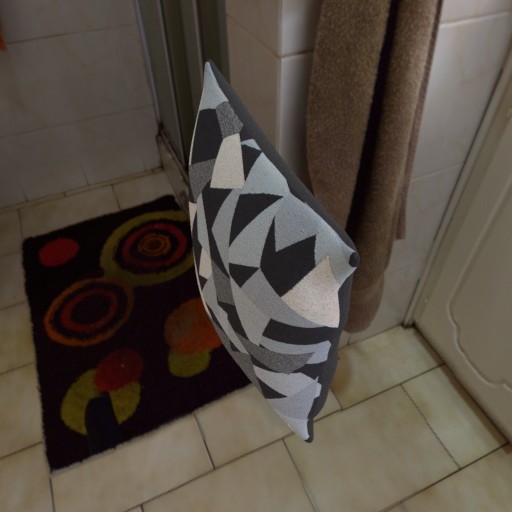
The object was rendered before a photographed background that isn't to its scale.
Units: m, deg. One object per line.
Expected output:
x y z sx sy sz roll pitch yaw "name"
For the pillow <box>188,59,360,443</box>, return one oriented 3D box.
0.000 0.000 0.773 0.208 0.496 0.503 -16 49 -15 "pillow"
